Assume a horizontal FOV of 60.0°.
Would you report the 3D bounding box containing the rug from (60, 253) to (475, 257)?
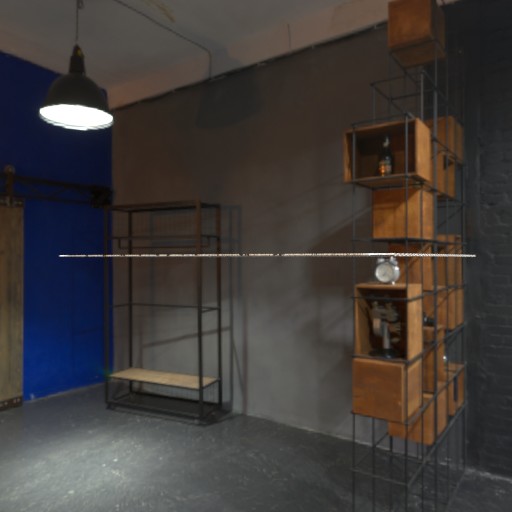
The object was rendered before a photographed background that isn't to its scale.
[{"bbox_3d":[0.000,0.000,2.471,2.006,0.008,1.196,0,0,38],"label":"rug"}]
